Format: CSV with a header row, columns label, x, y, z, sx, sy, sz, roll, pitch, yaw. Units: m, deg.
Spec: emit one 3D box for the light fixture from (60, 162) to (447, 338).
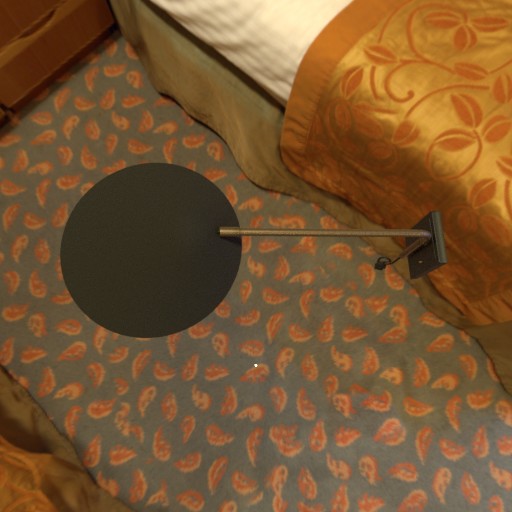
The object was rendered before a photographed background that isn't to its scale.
label,x,y,z,sx,sy,sz,roll,pitch,yaw
light fixture,0.000,0.000,0.666,0.516,0.312,0.240,-3,76,-1
